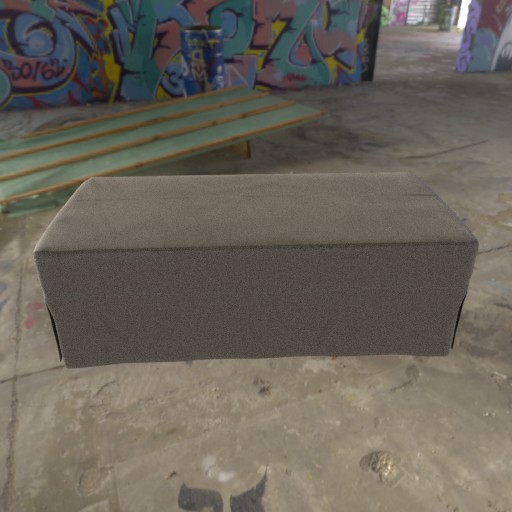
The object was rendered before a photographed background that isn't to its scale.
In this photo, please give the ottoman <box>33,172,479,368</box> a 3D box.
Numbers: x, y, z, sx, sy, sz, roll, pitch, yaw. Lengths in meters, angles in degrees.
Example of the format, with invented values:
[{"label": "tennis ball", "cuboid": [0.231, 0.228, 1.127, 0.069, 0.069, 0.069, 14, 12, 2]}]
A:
[{"label": "ottoman", "cuboid": [0.000, 0.000, 1.673, 1.388, 0.457, 0.665, -1, 31, -2]}]
